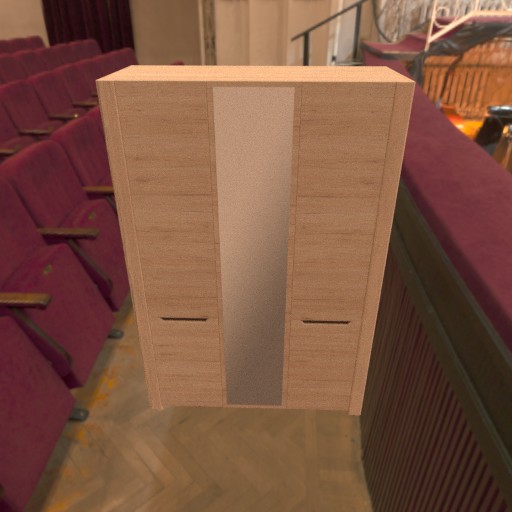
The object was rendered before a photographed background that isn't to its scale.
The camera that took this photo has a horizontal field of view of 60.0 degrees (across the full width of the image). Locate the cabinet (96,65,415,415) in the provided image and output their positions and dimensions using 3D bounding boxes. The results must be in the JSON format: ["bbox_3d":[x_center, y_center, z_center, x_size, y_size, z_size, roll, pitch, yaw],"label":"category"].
[{"bbox_3d":[0.000,0.000,2.689,1.400,2.070,0.580,1,29,2],"label":"cabinet"}]
